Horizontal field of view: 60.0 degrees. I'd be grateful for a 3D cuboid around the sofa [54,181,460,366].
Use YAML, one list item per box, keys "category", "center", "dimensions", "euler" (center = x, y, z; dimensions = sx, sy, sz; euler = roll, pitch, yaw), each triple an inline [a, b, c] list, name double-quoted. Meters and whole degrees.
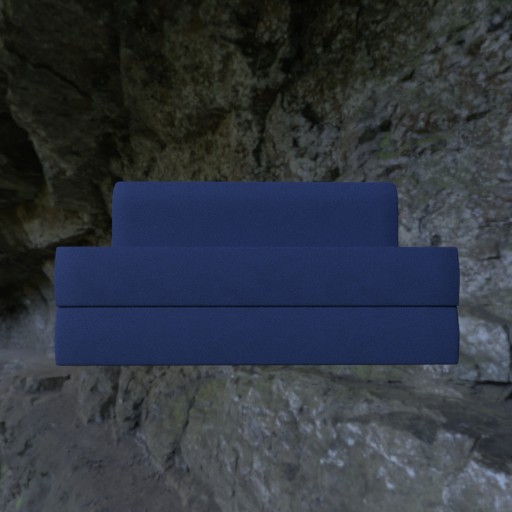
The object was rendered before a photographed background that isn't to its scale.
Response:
- category: "sofa"
  center: [0.000, 0.000, 1.690]
  dimensions: [1.219, 0.660, 0.762]
  euler: [0, -1, -1]
